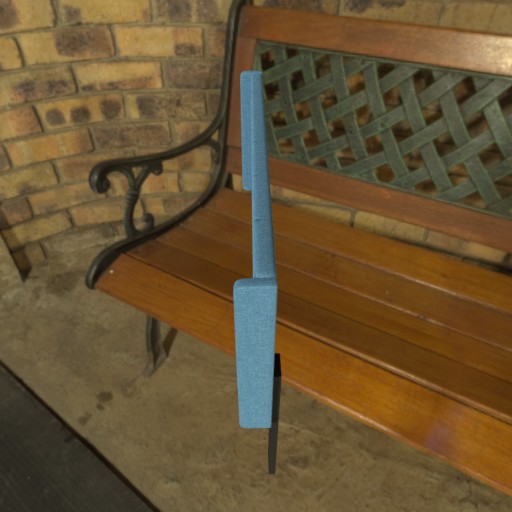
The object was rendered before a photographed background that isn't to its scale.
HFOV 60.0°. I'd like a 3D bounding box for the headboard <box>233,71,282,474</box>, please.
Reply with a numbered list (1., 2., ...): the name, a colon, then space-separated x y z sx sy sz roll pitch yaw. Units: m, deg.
1. headboard: 0.000 0.000 2.709 0.184 1.524 2.051 -1 41 -1
